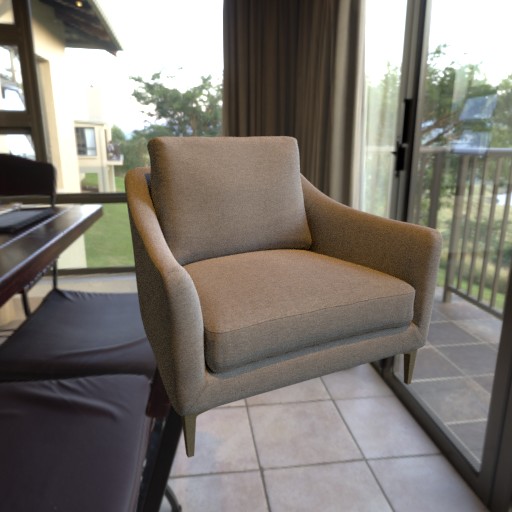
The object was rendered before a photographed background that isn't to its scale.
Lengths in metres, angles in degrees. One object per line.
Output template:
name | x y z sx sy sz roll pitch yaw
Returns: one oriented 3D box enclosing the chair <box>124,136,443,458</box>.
chair | 0.000 0.000 1.734 0.986 0.902 0.961 -8 17 -26
